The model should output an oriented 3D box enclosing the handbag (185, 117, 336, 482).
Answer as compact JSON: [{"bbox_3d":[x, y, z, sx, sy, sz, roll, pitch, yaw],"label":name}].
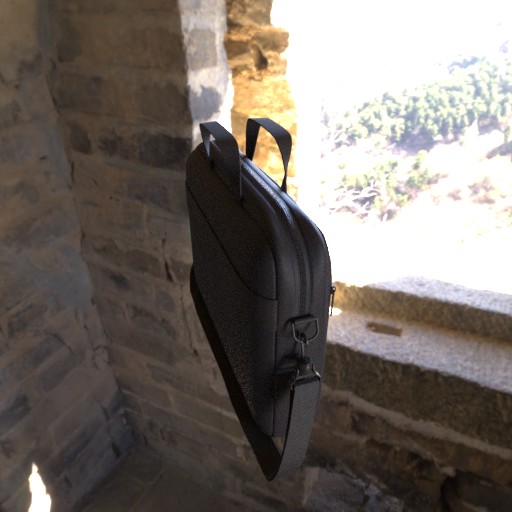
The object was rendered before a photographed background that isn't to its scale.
[{"bbox_3d":[0.000,0.000,0.576,0.126,0.330,0.429,-10,32,-17],"label":"handbag"}]
